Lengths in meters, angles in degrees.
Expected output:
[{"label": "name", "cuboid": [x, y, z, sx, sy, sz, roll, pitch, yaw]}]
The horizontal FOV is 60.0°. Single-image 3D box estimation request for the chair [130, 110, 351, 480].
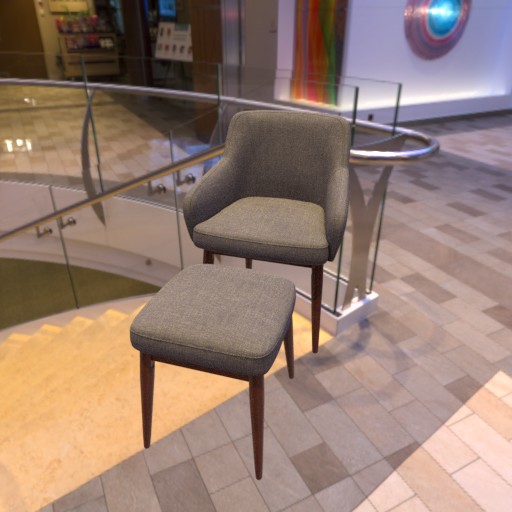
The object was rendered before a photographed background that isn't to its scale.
[{"label": "chair", "cuboid": [0.000, 0.000, 1.551, 0.584, 0.799, 1.107, 8, 29, 15]}]
